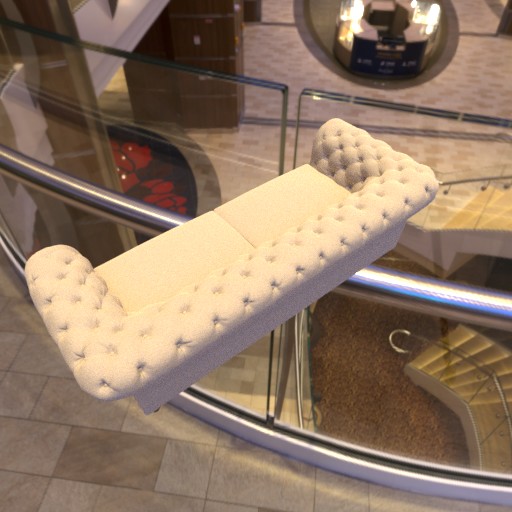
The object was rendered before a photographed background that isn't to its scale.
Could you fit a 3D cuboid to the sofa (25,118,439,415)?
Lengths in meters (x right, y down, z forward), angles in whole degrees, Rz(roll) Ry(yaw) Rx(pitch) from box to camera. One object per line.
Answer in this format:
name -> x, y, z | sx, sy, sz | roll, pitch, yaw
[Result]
sofa -> 0.000, 0.000, 3.064 | 2.694, 0.847, 1.076 | -30, 53, -25
